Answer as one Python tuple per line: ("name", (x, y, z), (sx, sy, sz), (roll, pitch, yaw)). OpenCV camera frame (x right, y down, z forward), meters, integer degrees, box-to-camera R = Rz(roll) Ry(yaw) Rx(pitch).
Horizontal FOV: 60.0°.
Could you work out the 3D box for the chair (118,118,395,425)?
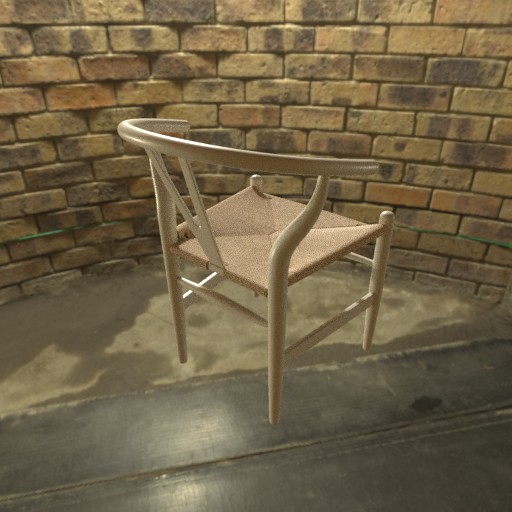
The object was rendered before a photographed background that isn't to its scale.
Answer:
("chair", (0.000, 0.000, 1.144), (0.569, 0.730, 0.579), (22, 36, 34))
